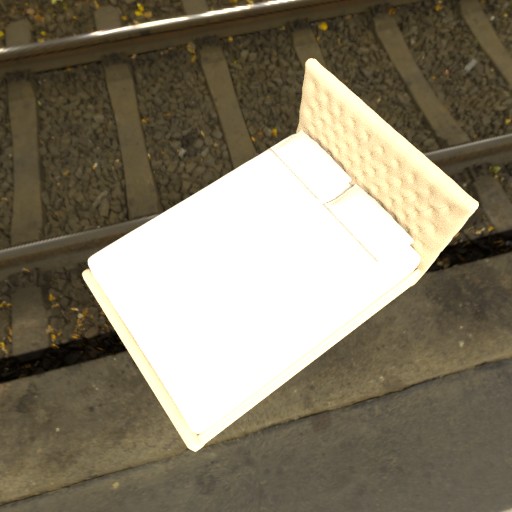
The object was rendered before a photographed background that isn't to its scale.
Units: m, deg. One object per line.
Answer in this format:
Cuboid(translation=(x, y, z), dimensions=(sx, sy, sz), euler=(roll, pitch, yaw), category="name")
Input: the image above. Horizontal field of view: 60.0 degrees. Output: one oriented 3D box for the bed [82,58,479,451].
Cuboid(translation=(0.000, 0.000, 3.449), dimensions=(2.387, 1.427, 1.698), euler=(-34, 68, -15), category="bed")
